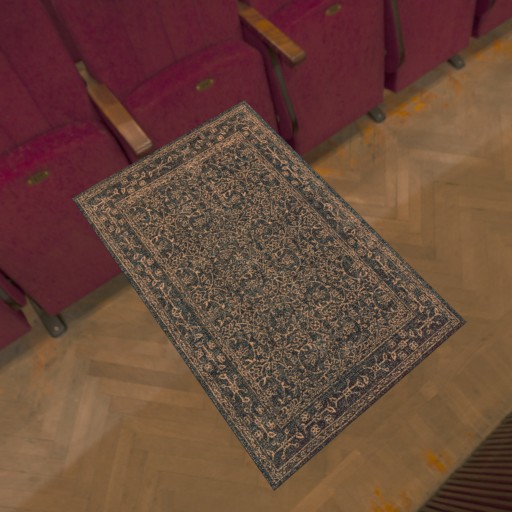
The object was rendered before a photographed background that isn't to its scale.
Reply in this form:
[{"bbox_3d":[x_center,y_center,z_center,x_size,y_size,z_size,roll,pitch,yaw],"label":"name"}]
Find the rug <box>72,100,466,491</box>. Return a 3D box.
[{"bbox_3d":[0.000,0.000,2.318,1.200,0.005,1.819,-35,69,-15],"label":"rug"}]
